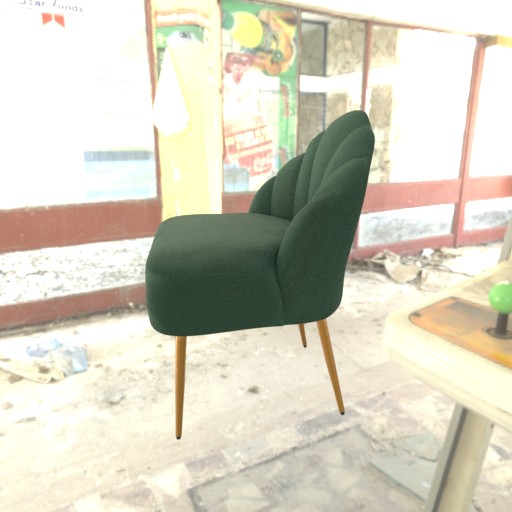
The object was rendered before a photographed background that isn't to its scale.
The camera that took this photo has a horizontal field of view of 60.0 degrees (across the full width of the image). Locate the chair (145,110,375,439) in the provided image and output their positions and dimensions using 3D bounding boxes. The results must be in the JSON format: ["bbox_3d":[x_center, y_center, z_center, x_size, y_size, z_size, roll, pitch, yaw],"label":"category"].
[{"bbox_3d":[0.000,0.000,1.301,0.599,0.819,0.657,-2,15,-8],"label":"chair"}]
